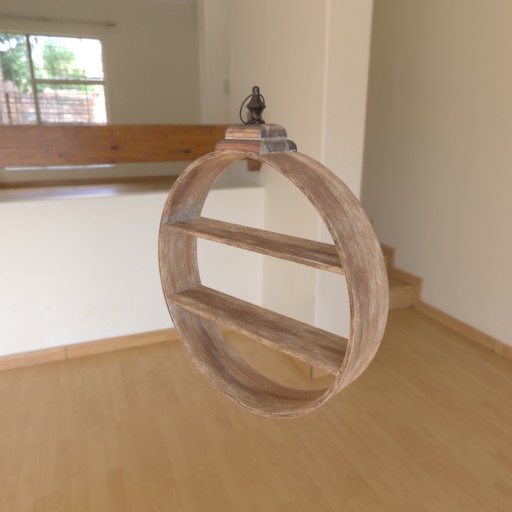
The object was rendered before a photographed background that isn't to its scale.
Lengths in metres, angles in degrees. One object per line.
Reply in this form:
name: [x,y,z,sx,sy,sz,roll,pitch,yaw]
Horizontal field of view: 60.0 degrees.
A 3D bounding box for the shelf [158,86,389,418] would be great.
shelf: [0.000,0.000,1.010,0.601,0.725,0.125,15,22,41]
